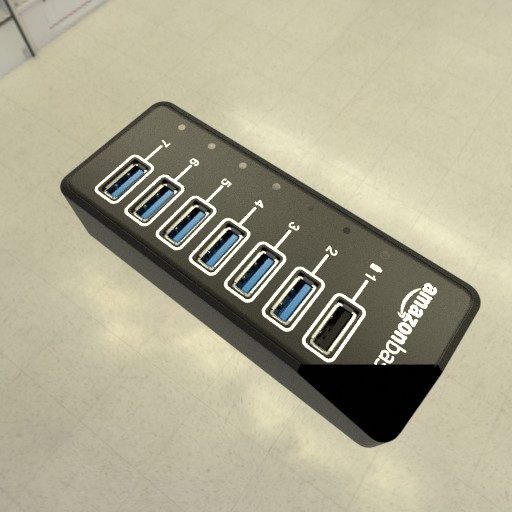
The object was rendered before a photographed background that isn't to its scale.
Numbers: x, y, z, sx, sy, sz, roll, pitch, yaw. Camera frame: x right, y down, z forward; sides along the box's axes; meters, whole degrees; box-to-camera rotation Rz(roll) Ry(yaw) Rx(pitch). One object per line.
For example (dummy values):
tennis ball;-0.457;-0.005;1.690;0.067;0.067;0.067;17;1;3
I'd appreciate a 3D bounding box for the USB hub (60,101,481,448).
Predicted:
USB hub;0.000;0.000;0.126;0.110;0.023;0.044;35;68;17
